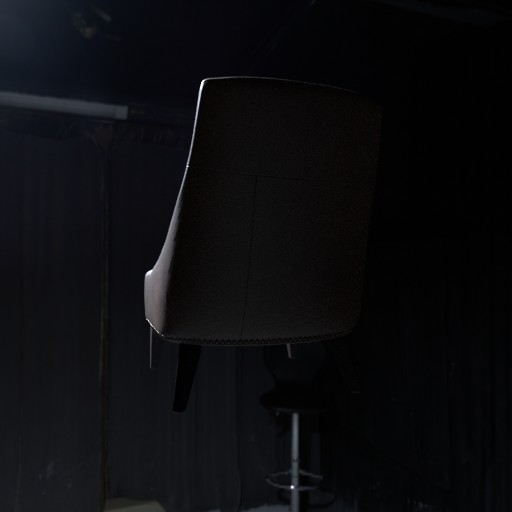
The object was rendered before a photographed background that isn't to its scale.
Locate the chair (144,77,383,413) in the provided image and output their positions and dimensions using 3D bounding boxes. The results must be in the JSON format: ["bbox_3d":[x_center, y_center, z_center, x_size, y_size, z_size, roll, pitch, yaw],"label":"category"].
[{"bbox_3d":[0.000,0.000,1.554,0.701,0.909,0.861,0,-1,-19],"label":"chair"}]
